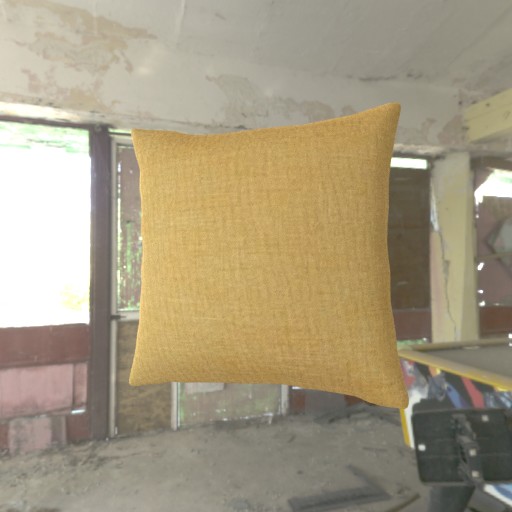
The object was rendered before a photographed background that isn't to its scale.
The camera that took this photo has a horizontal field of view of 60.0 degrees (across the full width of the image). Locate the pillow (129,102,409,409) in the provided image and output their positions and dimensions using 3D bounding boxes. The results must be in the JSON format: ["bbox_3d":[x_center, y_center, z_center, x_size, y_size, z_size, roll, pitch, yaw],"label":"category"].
[{"bbox_3d":[0.000,0.000,0.645,0.419,0.407,0.173,0,-1,17],"label":"pillow"}]
